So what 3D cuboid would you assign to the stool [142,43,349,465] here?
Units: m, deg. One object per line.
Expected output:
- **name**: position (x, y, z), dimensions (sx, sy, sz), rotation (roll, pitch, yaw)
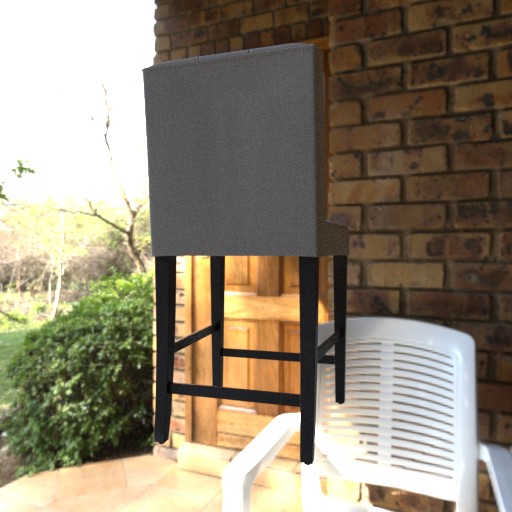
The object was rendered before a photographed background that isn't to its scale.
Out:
- **stool**: position (0.000, 0.000, 1.253), dimensions (0.474, 0.939, 0.509), rotation (0, 0, 17)
